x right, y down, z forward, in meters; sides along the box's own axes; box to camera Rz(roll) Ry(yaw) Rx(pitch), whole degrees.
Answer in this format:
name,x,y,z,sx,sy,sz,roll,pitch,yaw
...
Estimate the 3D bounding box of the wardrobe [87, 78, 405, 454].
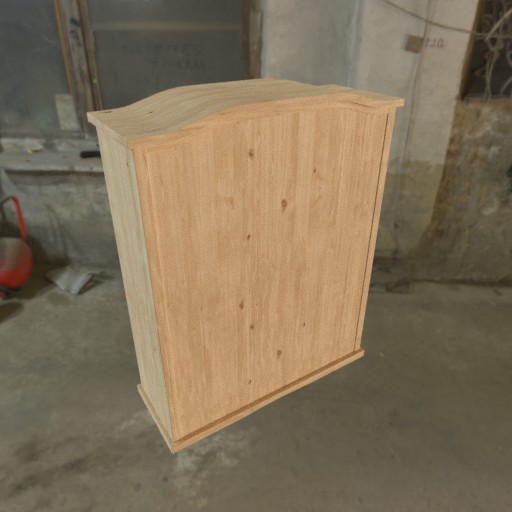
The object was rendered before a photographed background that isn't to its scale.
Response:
name,x,y,z,sx,sy,sz,roll,pitch,yaw
wardrobe,0.000,0.000,2.622,1.500,1.870,0.570,-18,34,-28
